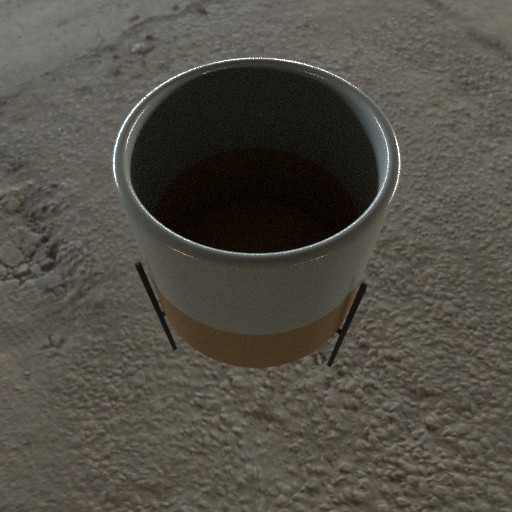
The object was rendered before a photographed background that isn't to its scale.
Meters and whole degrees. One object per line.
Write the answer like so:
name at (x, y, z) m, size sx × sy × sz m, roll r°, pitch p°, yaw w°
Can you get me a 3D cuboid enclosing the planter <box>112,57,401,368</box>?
planter at (0.000, 0.000, 0.641) m, size 0.310 × 0.432 × 0.310 m, roll -34°, pitch 64°, yaw -19°
